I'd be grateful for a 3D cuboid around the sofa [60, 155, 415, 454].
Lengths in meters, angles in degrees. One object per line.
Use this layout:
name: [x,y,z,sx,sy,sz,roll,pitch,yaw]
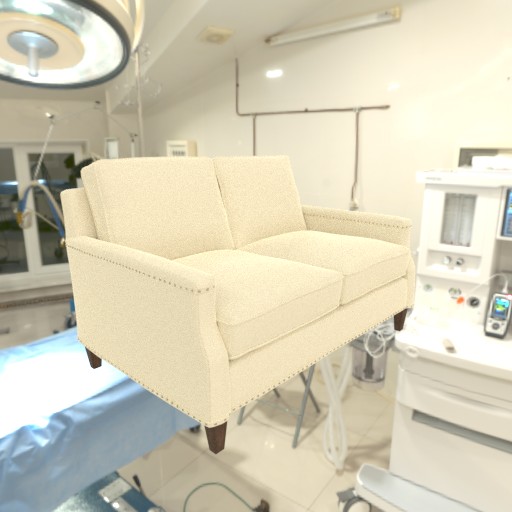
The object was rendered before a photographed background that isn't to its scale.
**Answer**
sofa: [0.000,0.000,2.293,1.084,1.003,1.597,13,20,41]
